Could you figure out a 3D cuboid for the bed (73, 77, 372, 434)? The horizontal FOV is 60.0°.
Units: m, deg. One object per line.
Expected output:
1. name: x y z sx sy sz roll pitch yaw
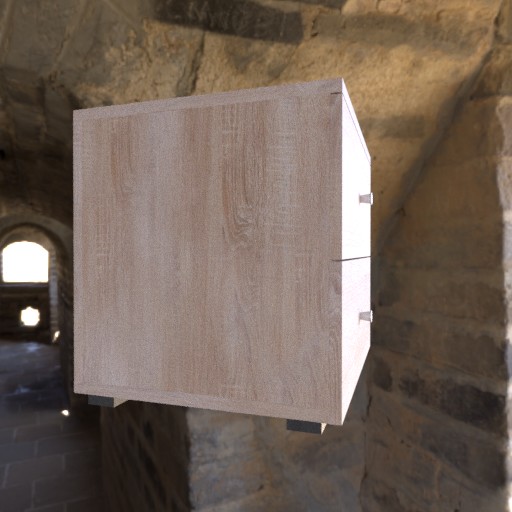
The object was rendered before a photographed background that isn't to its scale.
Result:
1. bed: 0.000 0.000 0.791 0.401 0.420 0.460 0 1 18
